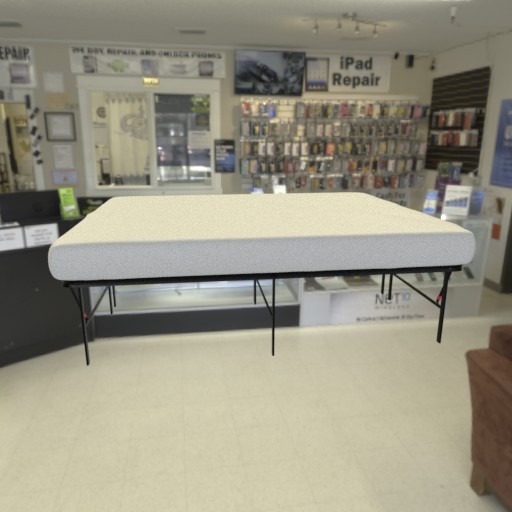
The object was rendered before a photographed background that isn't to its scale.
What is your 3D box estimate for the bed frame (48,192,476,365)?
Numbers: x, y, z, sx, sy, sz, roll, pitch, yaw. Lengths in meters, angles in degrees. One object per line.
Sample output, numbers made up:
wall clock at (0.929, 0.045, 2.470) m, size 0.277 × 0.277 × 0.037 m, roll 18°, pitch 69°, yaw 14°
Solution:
bed frame at (0.000, 0.000, 2.926) m, size 2.151 × 0.667 × 1.584 m, roll -2°, pitch 16°, yaw -7°
